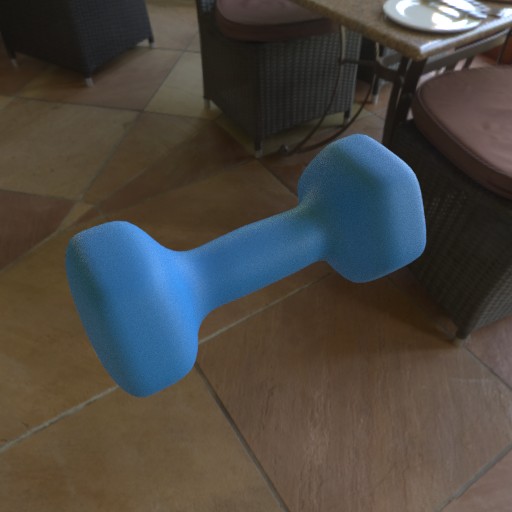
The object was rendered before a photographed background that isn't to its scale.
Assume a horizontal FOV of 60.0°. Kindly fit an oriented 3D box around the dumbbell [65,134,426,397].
[{"bbox_3d":[0.000,0.000,0.196,0.152,0.066,0.074,-23,51,-20],"label":"dumbbell"}]
